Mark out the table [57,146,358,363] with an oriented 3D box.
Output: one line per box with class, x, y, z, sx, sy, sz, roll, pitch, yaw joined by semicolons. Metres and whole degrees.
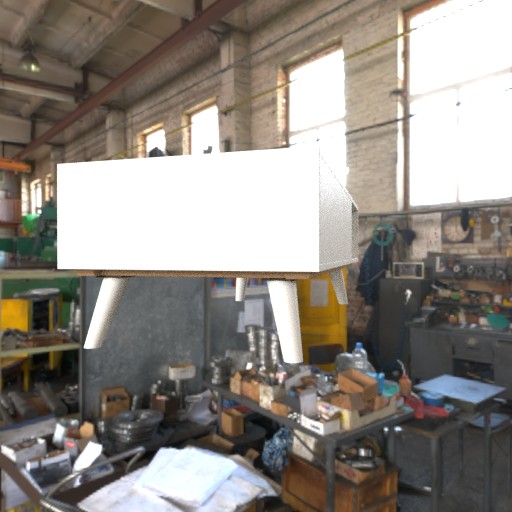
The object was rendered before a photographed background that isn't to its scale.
table;0.000;0.000;1.515;0.609;0.432;1.194;0;0;16
